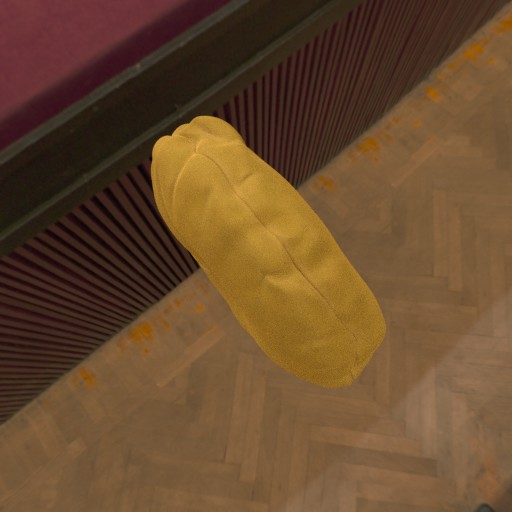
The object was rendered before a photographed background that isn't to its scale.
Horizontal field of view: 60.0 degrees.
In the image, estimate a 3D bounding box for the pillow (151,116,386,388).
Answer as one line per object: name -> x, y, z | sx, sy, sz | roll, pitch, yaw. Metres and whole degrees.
pillow -> 0.000, 0.000, 0.635 | 0.148, 0.407, 0.428 | -37, 78, -9
